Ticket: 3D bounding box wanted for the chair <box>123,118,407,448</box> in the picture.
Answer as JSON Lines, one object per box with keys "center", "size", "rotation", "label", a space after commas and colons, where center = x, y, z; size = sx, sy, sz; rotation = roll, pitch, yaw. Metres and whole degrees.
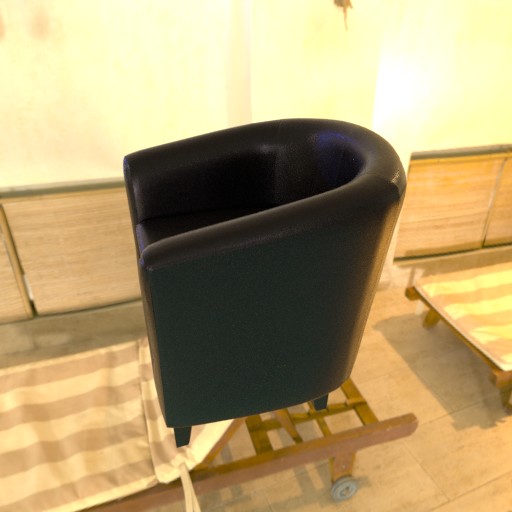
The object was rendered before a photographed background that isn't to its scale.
{"center": [0.000, 0.000, 1.399], "size": [0.727, 0.756, 0.793], "rotation": [-9, 30, -15], "label": "chair"}
